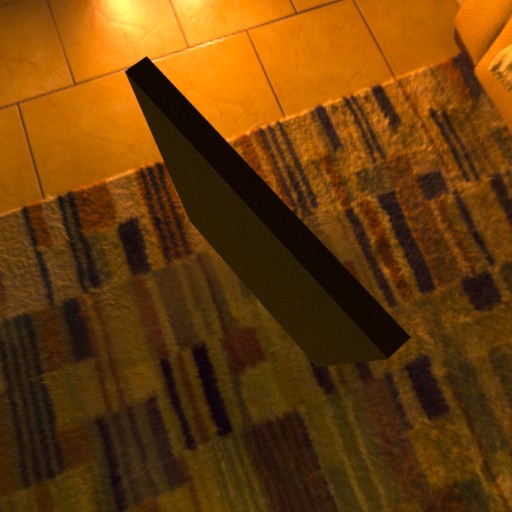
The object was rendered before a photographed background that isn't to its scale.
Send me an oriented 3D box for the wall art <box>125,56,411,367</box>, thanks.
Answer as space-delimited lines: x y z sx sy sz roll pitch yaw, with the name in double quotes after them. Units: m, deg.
0.000 0.000 0.770 0.034 0.552 0.455 -40 79 -10 "wall art"
